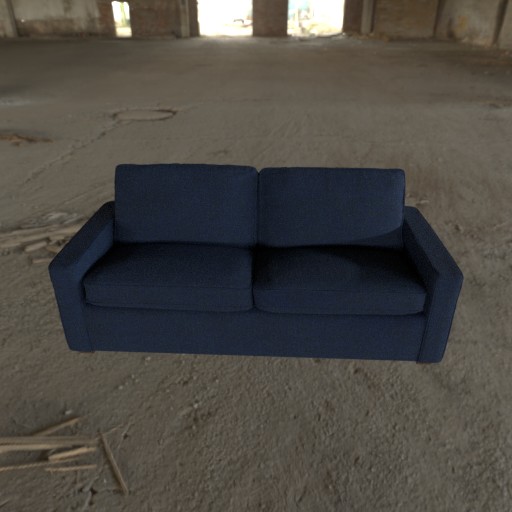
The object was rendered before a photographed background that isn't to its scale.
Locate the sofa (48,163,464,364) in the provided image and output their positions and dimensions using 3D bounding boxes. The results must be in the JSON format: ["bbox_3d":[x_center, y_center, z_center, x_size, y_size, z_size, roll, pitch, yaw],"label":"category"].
[{"bbox_3d":[0.000,0.000,2.617,2.080,0.919,0.940,1,29,2],"label":"sofa"}]
